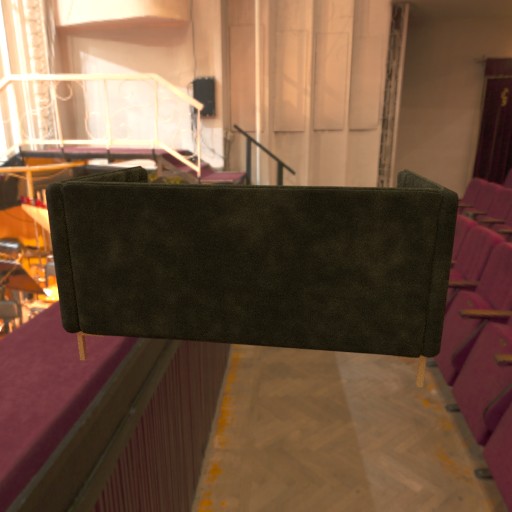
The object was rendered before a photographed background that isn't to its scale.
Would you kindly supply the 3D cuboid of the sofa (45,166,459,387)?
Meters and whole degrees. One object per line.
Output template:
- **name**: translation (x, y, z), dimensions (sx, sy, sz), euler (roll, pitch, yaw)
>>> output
- **sofa**: translation (0.000, 0.000, 2.093), dimensions (1.537, 0.768, 0.895), euler (2, 16, 8)
